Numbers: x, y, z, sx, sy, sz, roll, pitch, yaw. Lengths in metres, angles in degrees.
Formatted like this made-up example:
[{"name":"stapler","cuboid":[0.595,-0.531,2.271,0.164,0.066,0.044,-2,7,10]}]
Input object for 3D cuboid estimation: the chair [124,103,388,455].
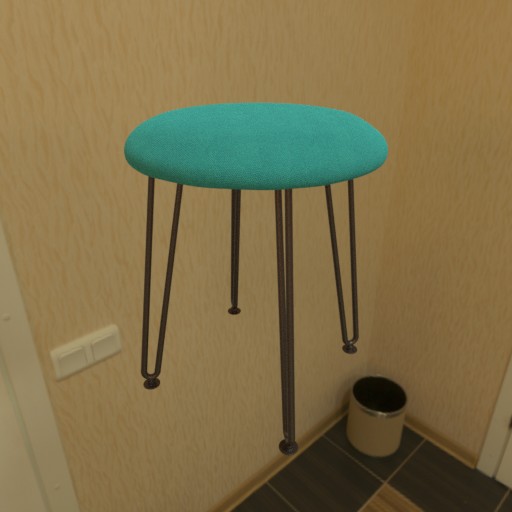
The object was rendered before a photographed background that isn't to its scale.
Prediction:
[{"name":"chair","cuboid":[0.000,0.000,0.684,0.350,0.430,0.350,8,27,16]}]
